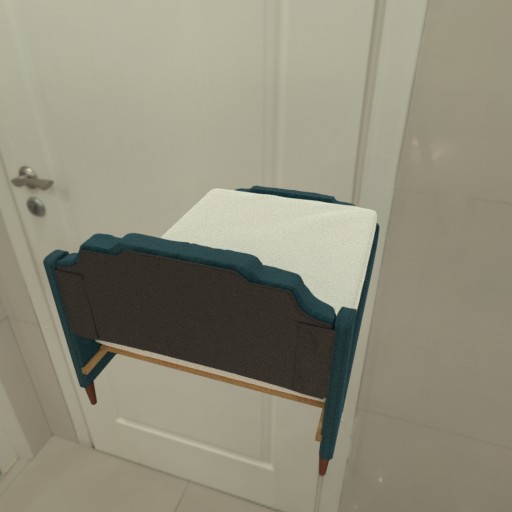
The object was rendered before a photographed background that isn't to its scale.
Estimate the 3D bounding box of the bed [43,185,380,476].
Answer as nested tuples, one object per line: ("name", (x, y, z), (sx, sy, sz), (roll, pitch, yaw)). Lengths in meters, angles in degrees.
("bed", (0.000, 0.000, 3.345), (1.676, 1.351, 2.322), (10, 33, 16))
